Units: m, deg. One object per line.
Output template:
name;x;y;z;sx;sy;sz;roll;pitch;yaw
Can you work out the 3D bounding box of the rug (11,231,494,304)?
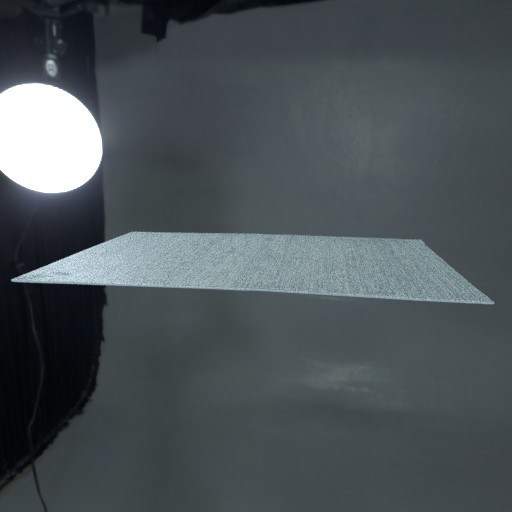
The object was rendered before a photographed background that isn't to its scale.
rug;0.000;0.000;2.235;1.853;0.022;1.174;2;13;9
